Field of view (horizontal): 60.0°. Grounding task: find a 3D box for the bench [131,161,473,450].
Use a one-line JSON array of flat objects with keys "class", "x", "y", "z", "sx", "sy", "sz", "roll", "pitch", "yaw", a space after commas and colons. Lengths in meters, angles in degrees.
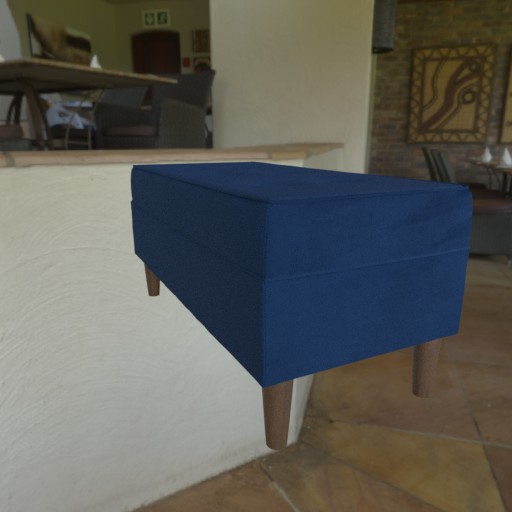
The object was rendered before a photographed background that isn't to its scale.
[{"class": "bench", "x": 0.000, "y": 0.000, "z": 1.252, "sx": 0.489, "sy": 0.467, "sz": 1.010, "roll": -7, "pitch": 17, "yaw": -26}]
